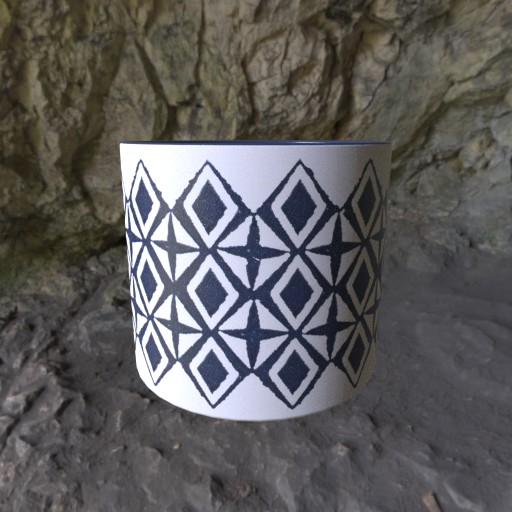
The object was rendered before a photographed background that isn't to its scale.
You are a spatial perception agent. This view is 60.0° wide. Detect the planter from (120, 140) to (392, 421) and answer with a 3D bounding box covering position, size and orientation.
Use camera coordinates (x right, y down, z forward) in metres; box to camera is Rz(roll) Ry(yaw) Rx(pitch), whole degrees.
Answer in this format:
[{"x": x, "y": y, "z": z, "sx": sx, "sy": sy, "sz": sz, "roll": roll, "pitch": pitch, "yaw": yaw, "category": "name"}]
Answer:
[{"x": 0.000, "y": 0.000, "z": 0.328, "sx": 0.182, "sy": 0.165, "sz": 0.182, "roll": 0, "pitch": 15, "yaw": 0, "category": "planter"}]
